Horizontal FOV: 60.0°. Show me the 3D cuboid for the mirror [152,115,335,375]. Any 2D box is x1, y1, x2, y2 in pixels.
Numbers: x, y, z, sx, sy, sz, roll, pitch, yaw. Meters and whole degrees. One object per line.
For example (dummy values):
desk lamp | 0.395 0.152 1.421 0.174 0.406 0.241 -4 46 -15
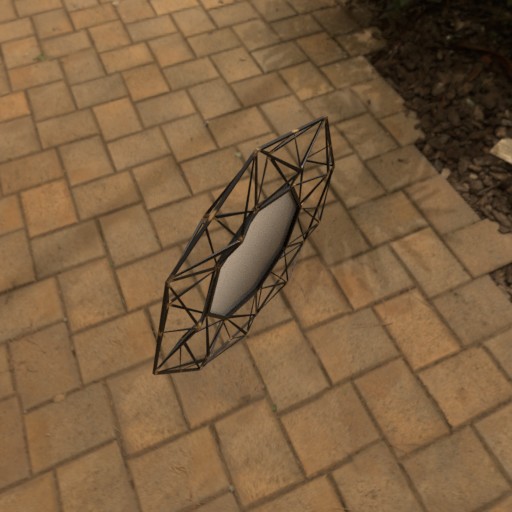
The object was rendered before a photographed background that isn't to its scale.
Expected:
mirror | 0.000 0.000 1.062 0.094 0.710 0.710 33 65 18
